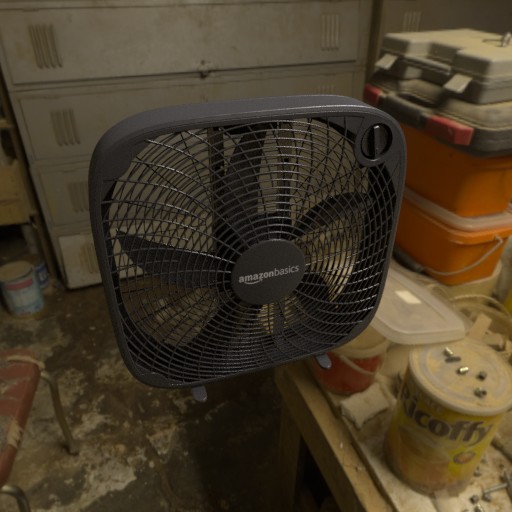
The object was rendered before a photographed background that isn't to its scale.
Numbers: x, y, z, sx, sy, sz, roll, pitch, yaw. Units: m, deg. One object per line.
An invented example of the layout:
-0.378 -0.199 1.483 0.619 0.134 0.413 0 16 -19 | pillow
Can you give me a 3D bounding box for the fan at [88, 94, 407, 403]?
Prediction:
0.000 0.000 0.800 0.526 0.533 0.142 -10 34 -16 | fan
